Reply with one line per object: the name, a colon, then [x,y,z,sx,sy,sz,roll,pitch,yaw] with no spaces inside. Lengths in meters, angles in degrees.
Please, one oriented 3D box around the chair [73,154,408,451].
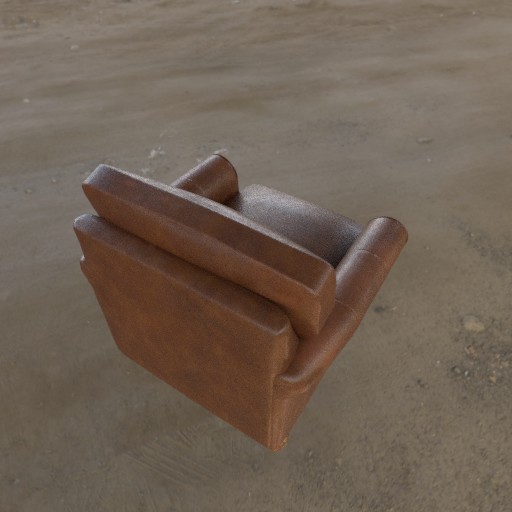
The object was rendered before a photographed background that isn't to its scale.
chair: [0.000,0.000,1.763,0.989,0.972,0.992,25,50,23]
